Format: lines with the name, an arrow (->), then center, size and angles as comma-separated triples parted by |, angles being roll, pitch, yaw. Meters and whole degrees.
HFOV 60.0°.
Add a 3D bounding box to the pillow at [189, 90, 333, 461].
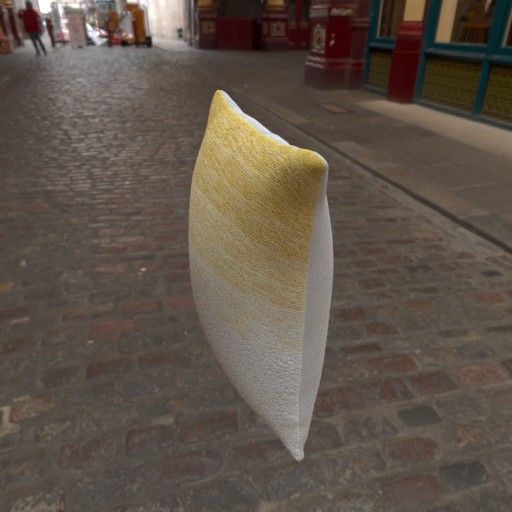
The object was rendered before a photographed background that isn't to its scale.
pillow -> 0.000, 0.000, 0.720 | 0.211, 0.450, 0.450 | -9, 30, -15
